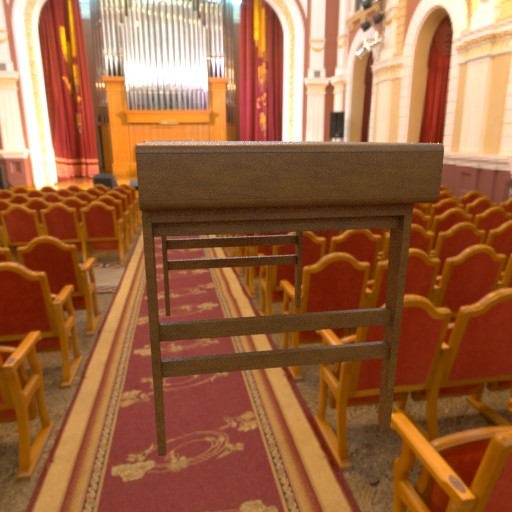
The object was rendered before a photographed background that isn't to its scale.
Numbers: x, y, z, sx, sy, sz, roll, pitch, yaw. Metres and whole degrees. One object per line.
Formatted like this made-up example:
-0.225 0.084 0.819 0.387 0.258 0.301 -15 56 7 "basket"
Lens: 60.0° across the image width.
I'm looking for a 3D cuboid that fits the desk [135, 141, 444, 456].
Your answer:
0.000 0.000 1.515 0.660 0.754 1.066 -3 15 -10 "desk"
